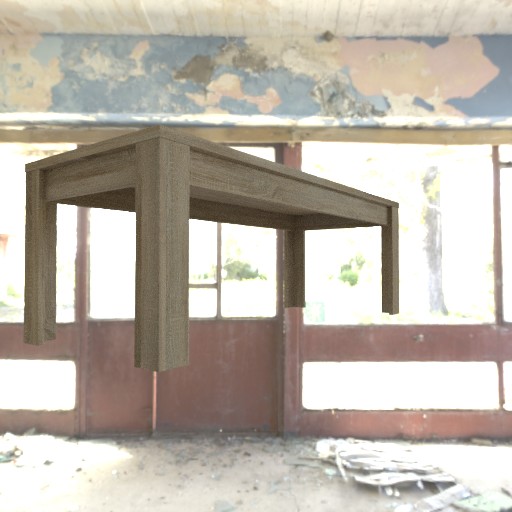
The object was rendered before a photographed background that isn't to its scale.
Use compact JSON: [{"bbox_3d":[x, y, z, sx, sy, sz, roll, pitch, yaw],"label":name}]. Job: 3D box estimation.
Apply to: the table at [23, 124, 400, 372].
[{"bbox_3d":[0.000,0.000,2.556,0.900,0.790,2.200,-1,-2,37],"label":"table"}]
